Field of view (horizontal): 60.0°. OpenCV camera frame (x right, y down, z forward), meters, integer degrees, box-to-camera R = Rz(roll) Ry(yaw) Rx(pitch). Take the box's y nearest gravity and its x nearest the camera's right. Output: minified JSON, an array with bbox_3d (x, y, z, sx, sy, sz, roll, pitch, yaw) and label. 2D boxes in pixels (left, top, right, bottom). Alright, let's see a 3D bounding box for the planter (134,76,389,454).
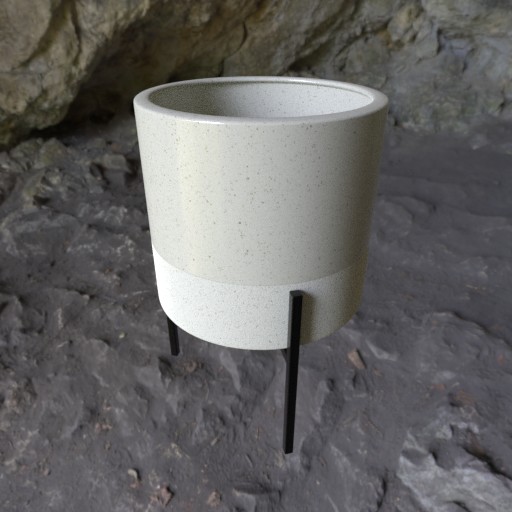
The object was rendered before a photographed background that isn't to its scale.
[{"bbox_3d":[0.000,0.000,0.328,0.159,0.230,0.152,8,31,14],"label":"planter"}]
